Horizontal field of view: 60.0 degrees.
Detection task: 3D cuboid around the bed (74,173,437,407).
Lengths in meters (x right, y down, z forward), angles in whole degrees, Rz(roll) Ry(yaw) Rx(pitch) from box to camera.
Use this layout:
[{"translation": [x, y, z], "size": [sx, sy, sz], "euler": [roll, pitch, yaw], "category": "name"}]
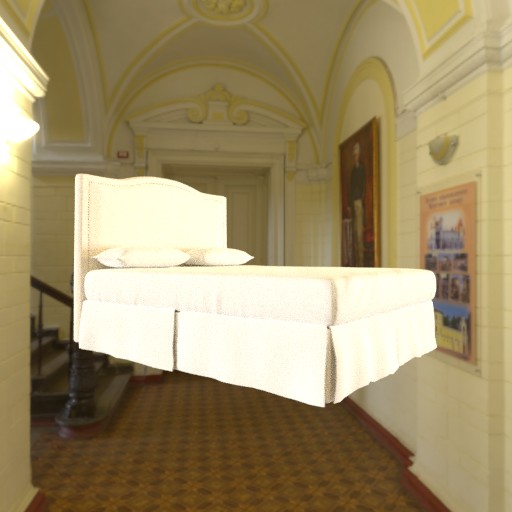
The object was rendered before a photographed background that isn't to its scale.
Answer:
[{"translation": [0.000, 0.000, 3.443], "size": [2.282, 1.436, 1.821], "euler": [0, 0, 37], "category": "bed"}]
